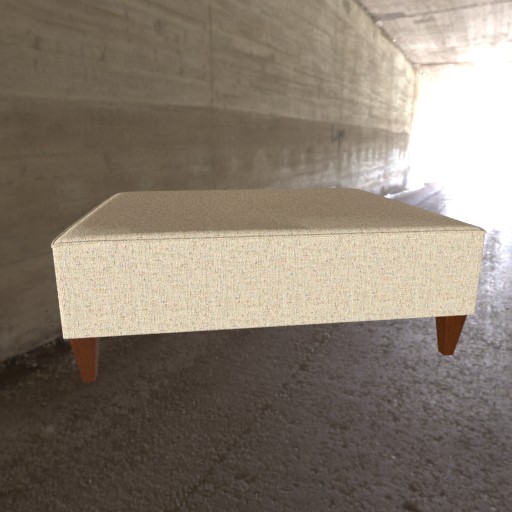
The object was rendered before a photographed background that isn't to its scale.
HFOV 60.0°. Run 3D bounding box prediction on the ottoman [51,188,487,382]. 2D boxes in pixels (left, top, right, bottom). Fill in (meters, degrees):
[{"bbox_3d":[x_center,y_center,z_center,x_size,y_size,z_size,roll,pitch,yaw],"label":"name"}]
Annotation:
[{"bbox_3d":[0.000,0.000,1.215,0.835,0.303,0.736,-2,15,-8],"label":"ottoman"}]
